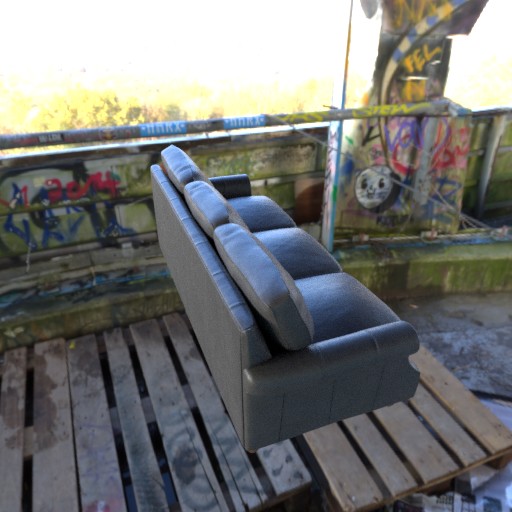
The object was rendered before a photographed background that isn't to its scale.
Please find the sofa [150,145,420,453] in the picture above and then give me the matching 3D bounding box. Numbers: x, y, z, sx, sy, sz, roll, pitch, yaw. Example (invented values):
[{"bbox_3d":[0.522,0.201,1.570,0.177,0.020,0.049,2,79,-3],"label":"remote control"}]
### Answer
[{"bbox_3d":[0.000,0.000,2.907,0.974,0.977,2.387,-11,32,-18],"label":"sofa"}]
